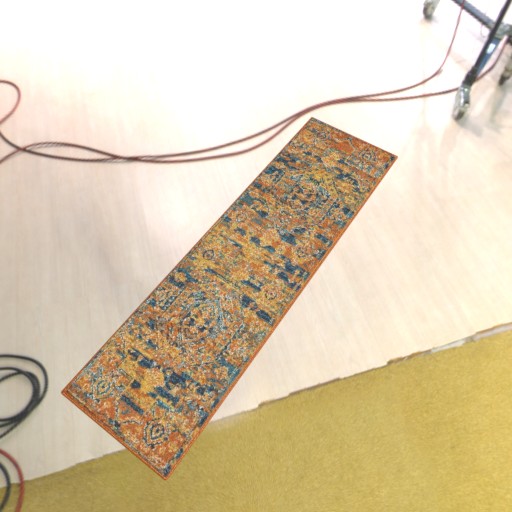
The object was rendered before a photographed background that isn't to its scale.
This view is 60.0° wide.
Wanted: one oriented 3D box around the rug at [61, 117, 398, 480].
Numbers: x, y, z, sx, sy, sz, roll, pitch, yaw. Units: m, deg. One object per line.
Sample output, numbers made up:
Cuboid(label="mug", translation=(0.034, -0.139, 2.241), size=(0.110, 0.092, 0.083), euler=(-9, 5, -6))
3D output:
Cuboid(label="rug", translation=(0.000, 0.000, 2.460), size=(0.651, 0.016, 2.274), euler=(31, 63, 17))
